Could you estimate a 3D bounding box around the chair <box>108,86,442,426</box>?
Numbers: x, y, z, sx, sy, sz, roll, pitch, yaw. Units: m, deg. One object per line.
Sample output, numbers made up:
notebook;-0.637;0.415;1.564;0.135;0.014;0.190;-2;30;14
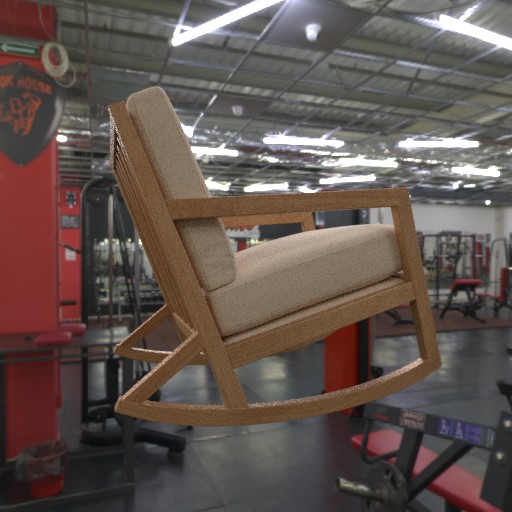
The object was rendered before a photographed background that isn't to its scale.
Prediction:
chair;0.000;0.000;1.363;0.857;0.790;0.622;0;0;-18
